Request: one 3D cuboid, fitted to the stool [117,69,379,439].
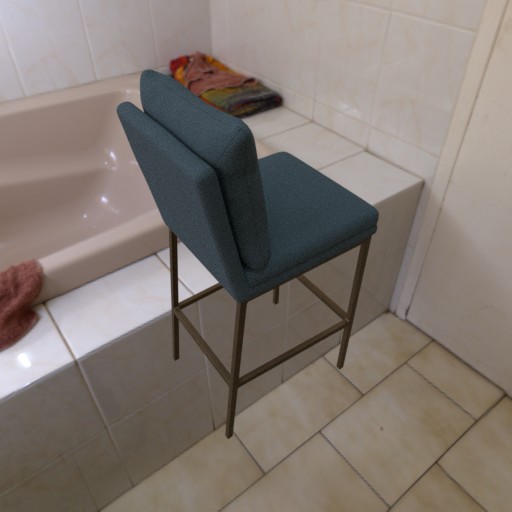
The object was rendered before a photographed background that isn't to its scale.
[{"bbox_3d":[0.000,0.000,1.416,0.568,1.124,0.463,-25,47,-26],"label":"stool"}]
